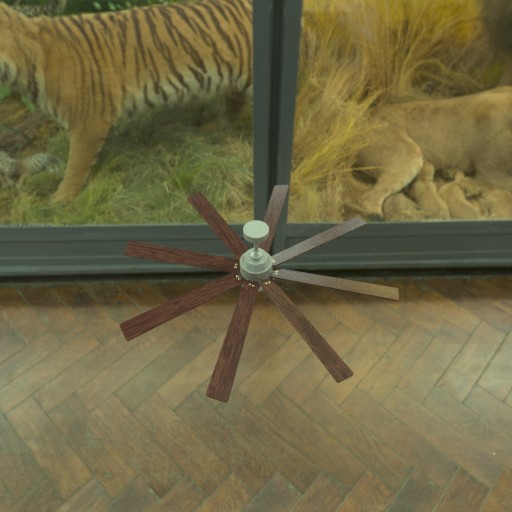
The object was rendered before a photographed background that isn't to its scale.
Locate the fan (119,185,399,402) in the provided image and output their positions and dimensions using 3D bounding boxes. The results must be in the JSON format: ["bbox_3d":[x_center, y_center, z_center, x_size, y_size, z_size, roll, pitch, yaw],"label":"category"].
[{"bbox_3d":[0.000,0.000,2.812,1.830,0.472,1.830,-25,52,-21],"label":"fan"}]
